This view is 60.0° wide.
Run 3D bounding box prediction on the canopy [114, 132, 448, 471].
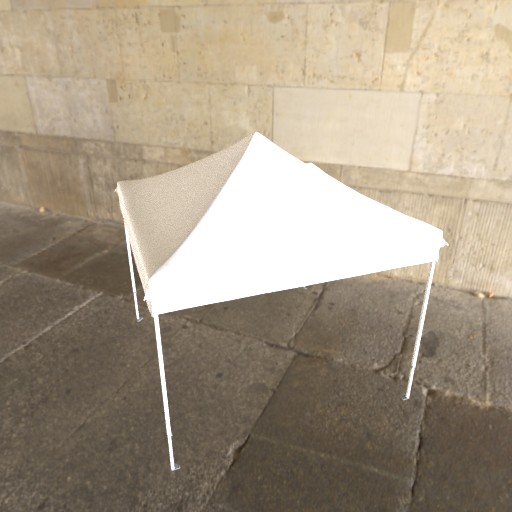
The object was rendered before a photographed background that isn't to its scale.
[{"bbox_3d":[0.000,0.000,5.467,2.996,2.998,2.994,-9,28,-18],"label":"canopy"}]
